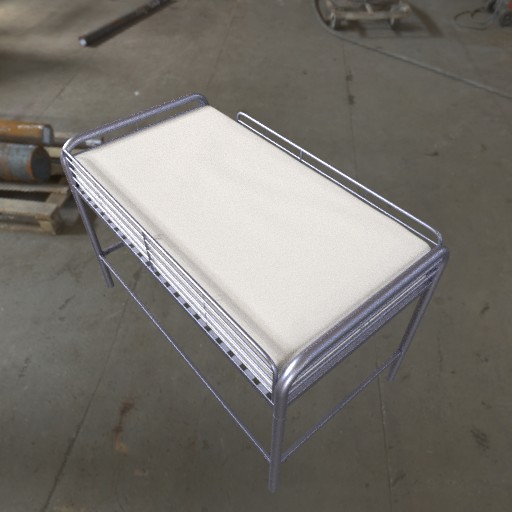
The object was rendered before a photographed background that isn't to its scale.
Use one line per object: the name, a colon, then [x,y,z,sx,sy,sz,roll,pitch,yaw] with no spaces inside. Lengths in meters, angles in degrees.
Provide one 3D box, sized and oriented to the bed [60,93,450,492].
bed: [0.000,0.000,2.813,1.415,1.288,1.965,-31,54,-26]
